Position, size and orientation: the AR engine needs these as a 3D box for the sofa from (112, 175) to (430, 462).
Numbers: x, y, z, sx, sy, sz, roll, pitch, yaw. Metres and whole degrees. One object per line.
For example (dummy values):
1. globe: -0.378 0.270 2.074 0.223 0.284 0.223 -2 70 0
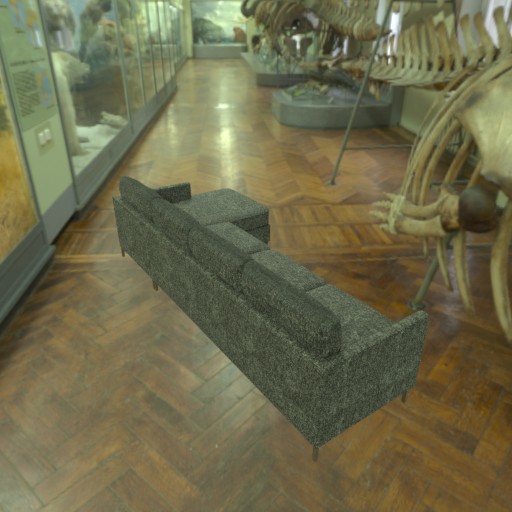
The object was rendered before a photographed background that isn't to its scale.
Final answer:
1. sofa: 0.000 0.000 4.066 1.488 0.970 3.384 -18 32 -30
